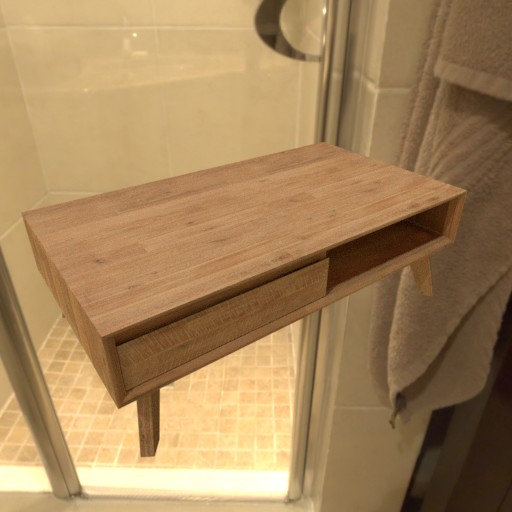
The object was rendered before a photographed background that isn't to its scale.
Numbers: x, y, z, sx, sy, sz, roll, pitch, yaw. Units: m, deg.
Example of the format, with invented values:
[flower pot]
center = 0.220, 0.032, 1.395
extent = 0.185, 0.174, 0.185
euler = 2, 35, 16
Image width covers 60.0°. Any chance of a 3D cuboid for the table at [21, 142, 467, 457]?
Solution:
[table]
center = 0.000, 0.000, 1.970
extent = 1.619, 0.531, 0.918
euler = -20, 36, -30
